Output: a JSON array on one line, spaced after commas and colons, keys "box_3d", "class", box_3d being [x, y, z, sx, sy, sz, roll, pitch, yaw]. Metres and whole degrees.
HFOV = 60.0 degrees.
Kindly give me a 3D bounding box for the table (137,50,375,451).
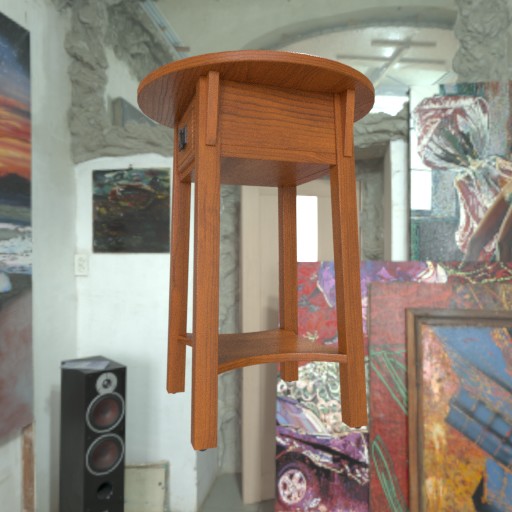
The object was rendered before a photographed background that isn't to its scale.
[{"box_3d": [0.000, 0.000, 0.882, 0.457, 0.610, 0.457, 0, 0, 0], "class": "table"}]
